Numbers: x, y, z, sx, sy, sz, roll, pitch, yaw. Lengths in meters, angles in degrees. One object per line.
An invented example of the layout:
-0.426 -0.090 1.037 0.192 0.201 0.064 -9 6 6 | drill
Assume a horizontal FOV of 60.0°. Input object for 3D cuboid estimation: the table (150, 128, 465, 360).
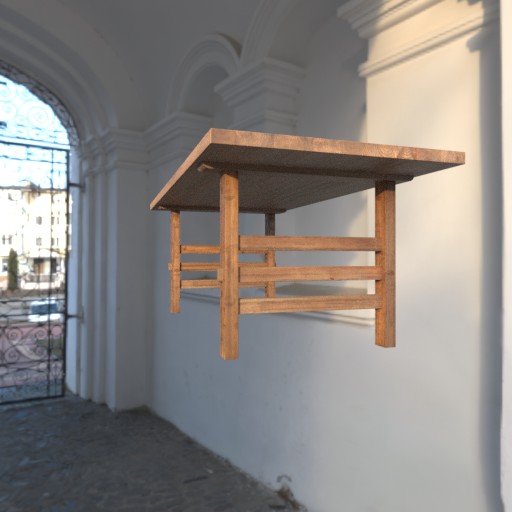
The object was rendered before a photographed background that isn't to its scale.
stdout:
0.000 0.000 2.422 0.952 0.760 2.003 0 0 -18 | table
